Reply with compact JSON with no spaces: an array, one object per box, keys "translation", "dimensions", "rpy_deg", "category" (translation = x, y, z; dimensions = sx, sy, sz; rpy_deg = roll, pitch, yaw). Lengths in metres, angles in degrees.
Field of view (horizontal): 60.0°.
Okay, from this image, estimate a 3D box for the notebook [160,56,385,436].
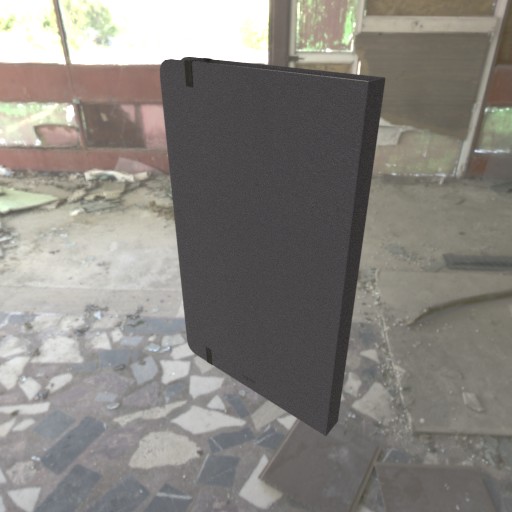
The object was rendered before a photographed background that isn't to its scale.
[{"translation":[0.000,0.000,0.267],"dimensions":[0.127,0.213,0.016],"rpy_deg":[22,37,33],"category":"notebook"}]
